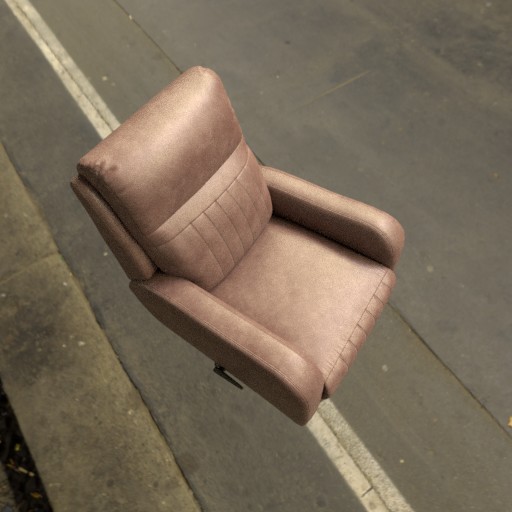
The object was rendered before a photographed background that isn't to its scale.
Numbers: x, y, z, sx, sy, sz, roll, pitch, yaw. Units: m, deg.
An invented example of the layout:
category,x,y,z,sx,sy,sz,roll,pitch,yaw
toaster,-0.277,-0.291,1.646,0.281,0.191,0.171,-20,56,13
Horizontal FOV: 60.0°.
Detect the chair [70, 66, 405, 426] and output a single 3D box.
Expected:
category,x,y,z,sx,sy,sz,roll,pitch,yaw
chair,0.000,0.000,1.798,1.067,1.067,0.865,30,64,17
